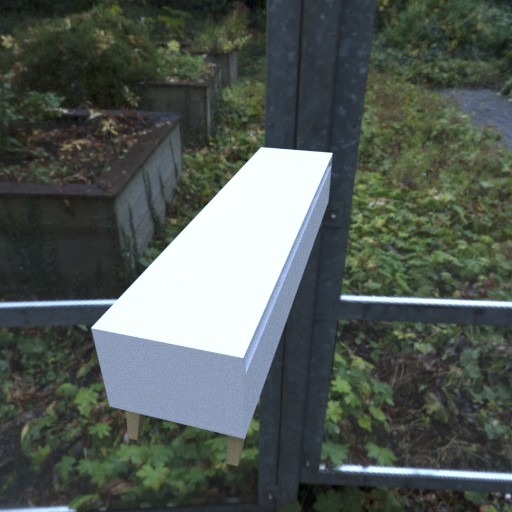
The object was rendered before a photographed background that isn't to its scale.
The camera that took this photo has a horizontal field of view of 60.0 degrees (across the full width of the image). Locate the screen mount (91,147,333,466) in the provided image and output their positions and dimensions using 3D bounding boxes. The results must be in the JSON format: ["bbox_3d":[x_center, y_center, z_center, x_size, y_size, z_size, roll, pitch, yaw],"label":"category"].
[{"bbox_3d":[0.000,0.000,1.859,0.399,0.432,1.644,8,31,14],"label":"screen mount"}]
